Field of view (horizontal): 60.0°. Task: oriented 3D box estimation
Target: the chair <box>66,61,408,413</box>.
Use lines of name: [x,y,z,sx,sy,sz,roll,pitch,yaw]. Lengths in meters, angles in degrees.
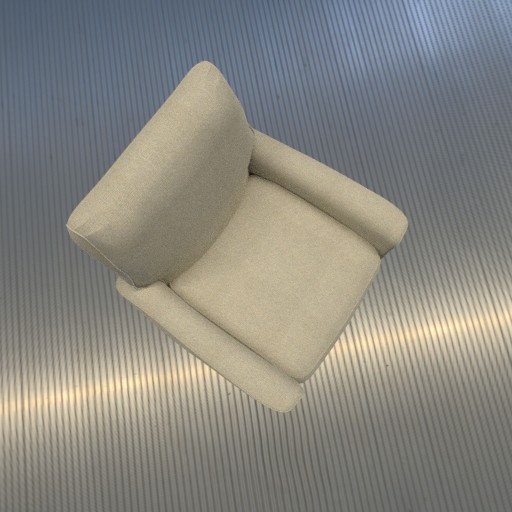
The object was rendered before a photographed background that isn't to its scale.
chair: [0.000,0.000,1.646,0.853,1.006,0.850,34,79,8]
